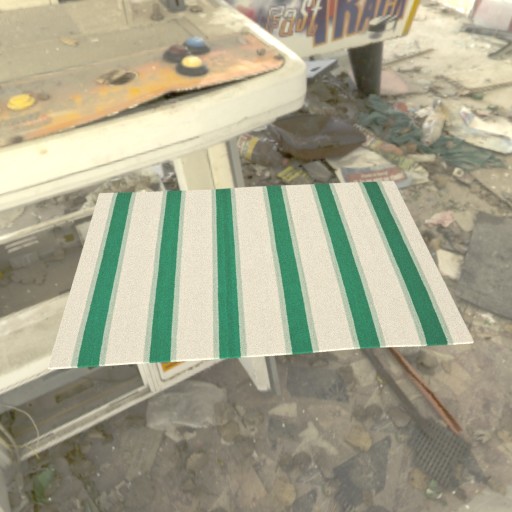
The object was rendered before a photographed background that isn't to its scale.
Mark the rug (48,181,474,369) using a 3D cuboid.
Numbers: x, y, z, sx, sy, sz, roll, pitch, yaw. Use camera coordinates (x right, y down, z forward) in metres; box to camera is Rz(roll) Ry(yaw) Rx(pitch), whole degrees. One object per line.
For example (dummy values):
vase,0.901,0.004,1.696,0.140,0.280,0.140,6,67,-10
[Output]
rug,0.000,0.000,2.323,1.829,0.012,1.210,-3,45,-3
